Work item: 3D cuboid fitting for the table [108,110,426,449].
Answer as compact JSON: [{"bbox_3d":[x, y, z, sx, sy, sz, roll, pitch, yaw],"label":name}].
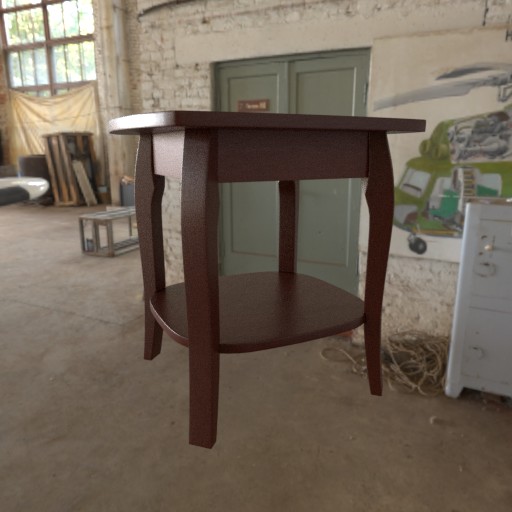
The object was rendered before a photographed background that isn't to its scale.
[{"bbox_3d":[0.000,0.000,0.859,0.502,0.496,0.433,-7,15,-25],"label":"table"}]
